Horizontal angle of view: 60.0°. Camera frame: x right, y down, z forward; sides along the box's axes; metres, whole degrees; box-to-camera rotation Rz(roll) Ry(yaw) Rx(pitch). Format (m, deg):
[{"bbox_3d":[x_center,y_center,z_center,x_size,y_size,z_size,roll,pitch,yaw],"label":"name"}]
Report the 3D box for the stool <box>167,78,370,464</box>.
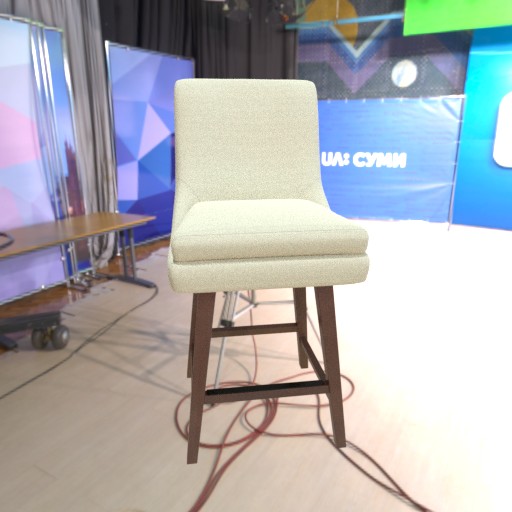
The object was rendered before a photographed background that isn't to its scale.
[{"bbox_3d":[0.000,0.000,1.285,0.483,0.991,0.559,-3,18,-8],"label":"stool"}]
